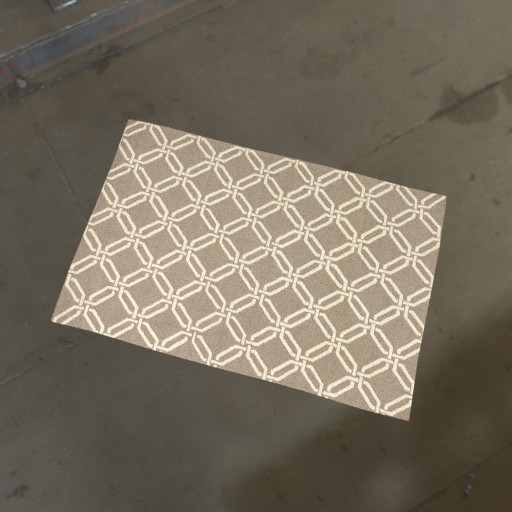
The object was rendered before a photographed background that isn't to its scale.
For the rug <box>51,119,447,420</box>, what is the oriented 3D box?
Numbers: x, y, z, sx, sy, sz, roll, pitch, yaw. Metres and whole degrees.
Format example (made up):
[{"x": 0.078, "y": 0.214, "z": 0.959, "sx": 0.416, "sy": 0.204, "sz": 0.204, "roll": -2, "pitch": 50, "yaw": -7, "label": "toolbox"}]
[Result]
[{"x": 0.000, "y": 0.000, "z": 2.206, "sx": 1.748, "sy": 0.010, "sz": 1.142, "roll": 15, "pitch": 76, "yaw": 4, "label": "rug"}]
